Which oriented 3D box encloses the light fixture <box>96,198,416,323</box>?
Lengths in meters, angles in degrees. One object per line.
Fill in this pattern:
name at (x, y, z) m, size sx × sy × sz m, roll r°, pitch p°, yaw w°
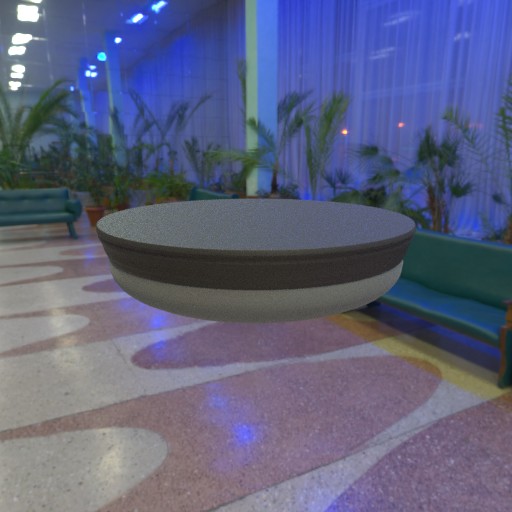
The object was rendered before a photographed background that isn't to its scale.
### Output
light fixture at (0.000, 0.000, 0.550) m, size 0.368 × 0.100 × 0.368 m, roll 0°, pitch 14°, yaw 0°
